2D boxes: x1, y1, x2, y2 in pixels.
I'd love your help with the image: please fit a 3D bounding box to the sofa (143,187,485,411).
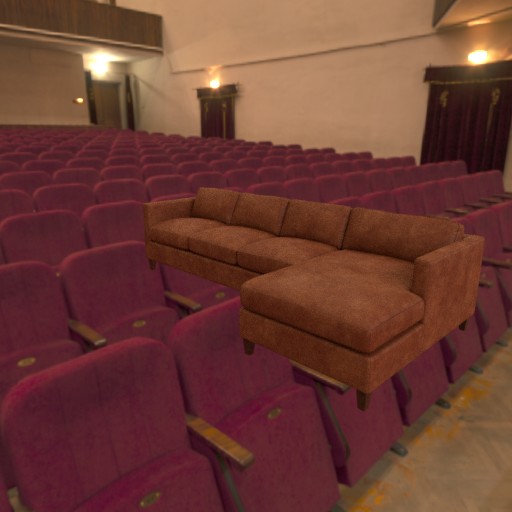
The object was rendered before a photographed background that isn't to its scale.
[{"bbox_3d":[0.000,0.000,3.884,3.203,0.883,1.581,15,21,43],"label":"sofa"}]
